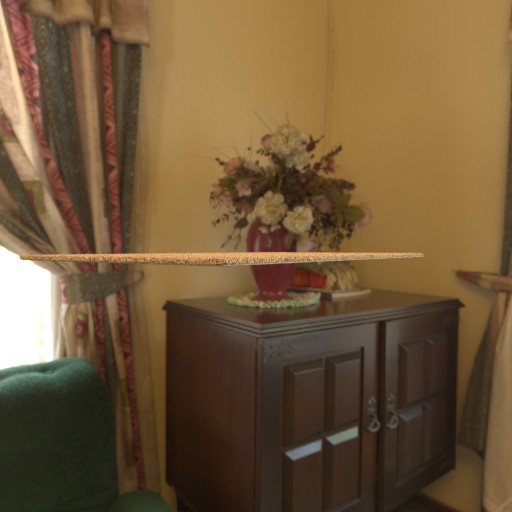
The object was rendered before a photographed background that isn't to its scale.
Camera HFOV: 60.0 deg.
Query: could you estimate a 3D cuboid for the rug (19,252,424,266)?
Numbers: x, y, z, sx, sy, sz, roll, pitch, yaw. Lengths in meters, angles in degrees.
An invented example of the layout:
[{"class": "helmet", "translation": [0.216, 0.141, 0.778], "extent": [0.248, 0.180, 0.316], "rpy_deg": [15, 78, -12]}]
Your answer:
[{"class": "rug", "translation": [0.000, 0.000, 3.008], "extent": [1.524, 0.030, 2.438], "rpy_deg": [1, 1, 37]}]
